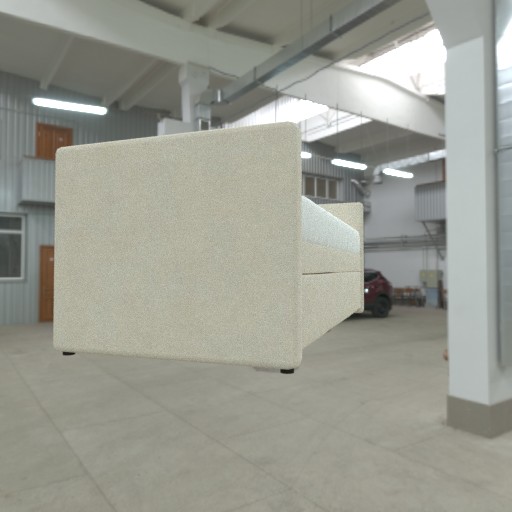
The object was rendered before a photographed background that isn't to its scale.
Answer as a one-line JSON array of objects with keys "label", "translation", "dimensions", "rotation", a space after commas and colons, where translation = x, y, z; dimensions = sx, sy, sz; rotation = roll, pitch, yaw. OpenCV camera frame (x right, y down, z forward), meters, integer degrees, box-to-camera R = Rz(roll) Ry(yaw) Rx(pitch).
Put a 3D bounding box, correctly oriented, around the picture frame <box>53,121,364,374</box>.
[{"label": "picture frame", "translation": [0.000, 0.000, 2.721], "dimensions": [1.069, 0.891, 2.161], "rotation": [-1, -2, 20]}]
